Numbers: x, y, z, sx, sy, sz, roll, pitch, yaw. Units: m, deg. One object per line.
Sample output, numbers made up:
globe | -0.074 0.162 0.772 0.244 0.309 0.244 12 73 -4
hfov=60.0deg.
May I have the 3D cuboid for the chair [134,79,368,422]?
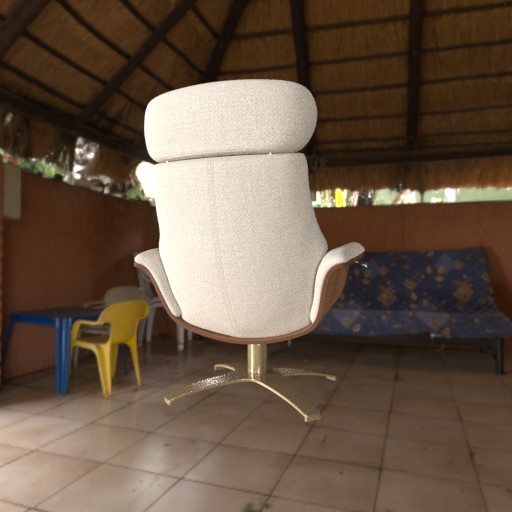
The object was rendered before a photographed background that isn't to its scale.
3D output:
chair | 0.000 0.000 1.626 0.785 0.995 0.837 0 -1 19
